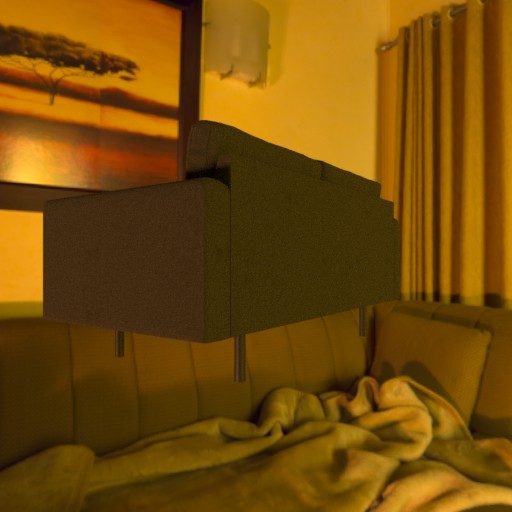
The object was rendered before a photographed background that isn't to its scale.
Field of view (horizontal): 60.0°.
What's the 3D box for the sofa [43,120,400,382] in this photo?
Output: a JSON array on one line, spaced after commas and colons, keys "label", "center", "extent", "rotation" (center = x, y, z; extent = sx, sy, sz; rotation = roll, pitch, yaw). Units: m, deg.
[{"label": "sofa", "center": [0.000, 0.000, 2.214], "extent": [0.889, 0.897, 1.730], "rotation": [0, 0, 36]}]
